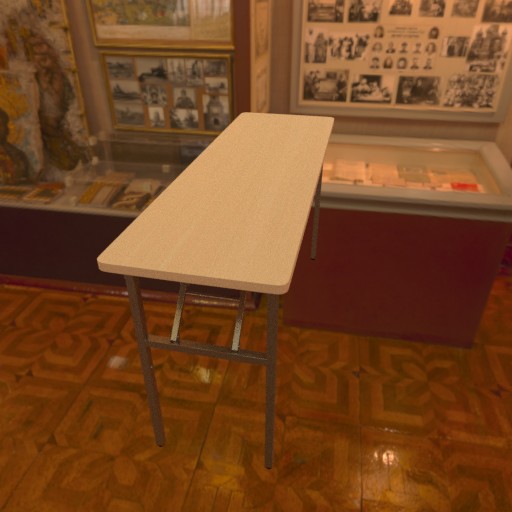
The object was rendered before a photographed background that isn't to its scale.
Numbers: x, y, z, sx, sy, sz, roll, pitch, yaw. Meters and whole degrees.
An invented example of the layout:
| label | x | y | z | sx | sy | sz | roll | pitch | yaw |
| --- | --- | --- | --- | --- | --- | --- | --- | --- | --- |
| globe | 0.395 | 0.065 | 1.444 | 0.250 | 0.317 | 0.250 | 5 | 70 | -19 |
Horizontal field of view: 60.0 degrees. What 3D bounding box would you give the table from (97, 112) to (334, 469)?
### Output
| label | x | y | z | sx | sy | sz | roll | pitch | yaw |
| --- | --- | --- | --- | --- | --- | --- | --- | --- | --- |
| table | 0.000 | 0.000 | 1.737 | 0.446 | 0.750 | 1.397 | 7 | 32 | 11 |
